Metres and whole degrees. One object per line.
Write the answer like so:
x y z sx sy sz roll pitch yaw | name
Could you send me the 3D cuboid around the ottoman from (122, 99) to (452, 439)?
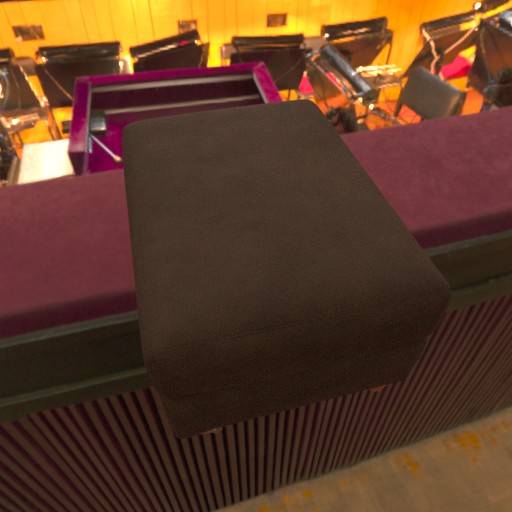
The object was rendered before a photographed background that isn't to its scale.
0.000 0.000 1.135 0.574 0.497 0.773 -11 47 -10 | ottoman
